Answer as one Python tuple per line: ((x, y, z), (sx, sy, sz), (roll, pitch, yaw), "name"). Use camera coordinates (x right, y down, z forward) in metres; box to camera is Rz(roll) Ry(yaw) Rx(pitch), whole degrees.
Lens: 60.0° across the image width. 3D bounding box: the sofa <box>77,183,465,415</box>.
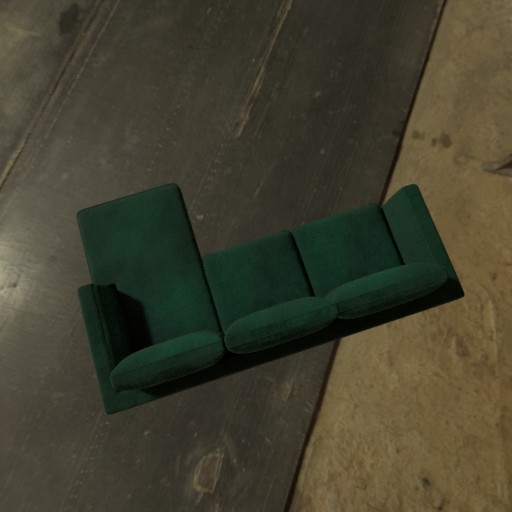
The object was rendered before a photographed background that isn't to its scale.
((0.000, 0.000, 3.231), (2.441, 1.007, 1.489), (-17, 77, -4), "sofa")
